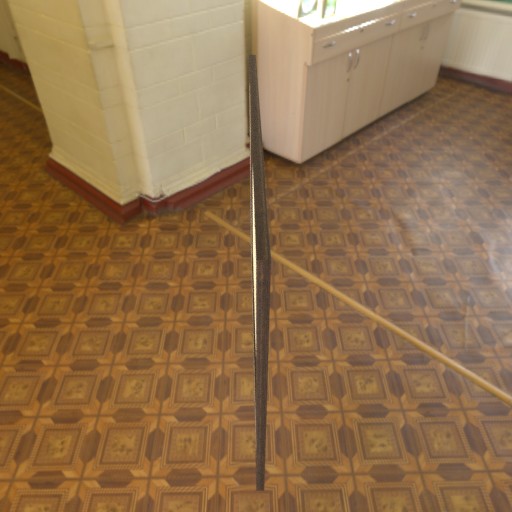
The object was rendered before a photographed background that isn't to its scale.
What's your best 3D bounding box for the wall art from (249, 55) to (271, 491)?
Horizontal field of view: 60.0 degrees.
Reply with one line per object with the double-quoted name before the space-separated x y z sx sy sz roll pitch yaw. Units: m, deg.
"wall art" 0.000 0.000 1.368 0.023 0.875 1.033 -1 41 -1
